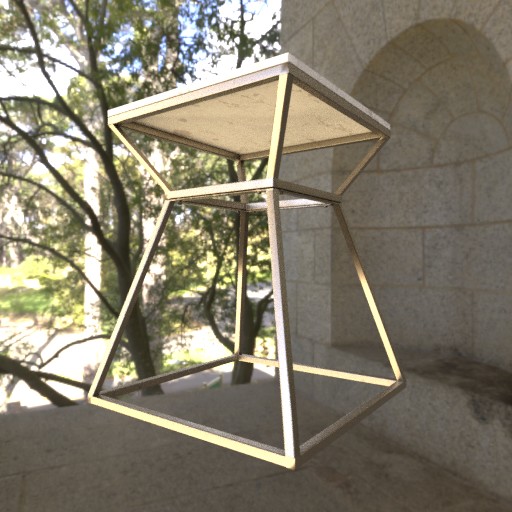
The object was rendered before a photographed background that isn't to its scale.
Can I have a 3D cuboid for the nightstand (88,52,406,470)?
[{"bbox_3d":[0.000,0.000,0.886,0.455,0.554,0.455,0,0,36],"label":"nightstand"}]
